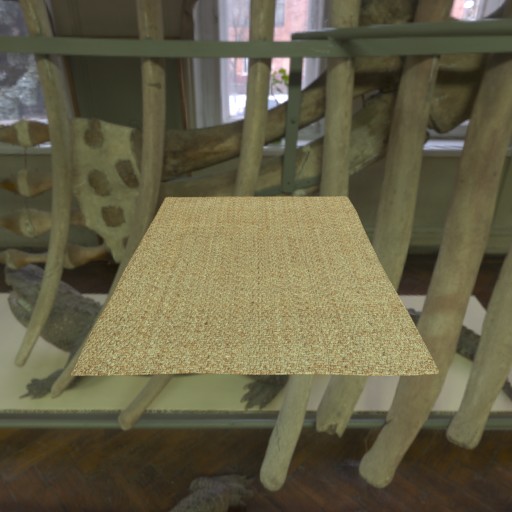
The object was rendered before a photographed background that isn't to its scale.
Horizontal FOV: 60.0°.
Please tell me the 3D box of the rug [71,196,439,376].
[{"bbox_3d":[0.000,0.000,2.776,1.566,0.013,2.141,0,28,0],"label":"rug"}]
